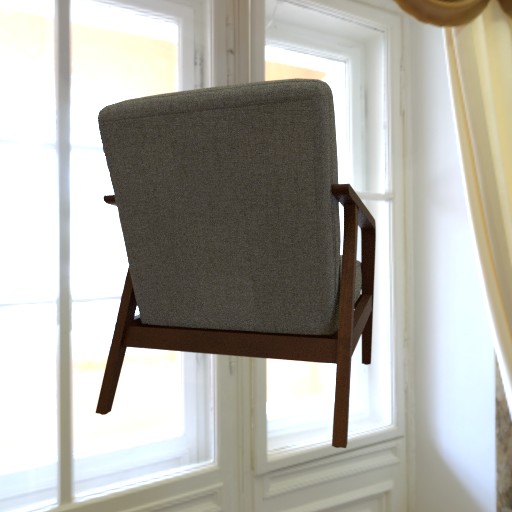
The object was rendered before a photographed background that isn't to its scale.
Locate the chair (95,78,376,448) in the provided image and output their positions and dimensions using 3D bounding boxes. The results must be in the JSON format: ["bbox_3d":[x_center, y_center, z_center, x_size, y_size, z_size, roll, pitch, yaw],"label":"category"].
[{"bbox_3d":[0.000,0.000,1.432,0.704,0.847,0.858,0,1,18],"label":"chair"}]
